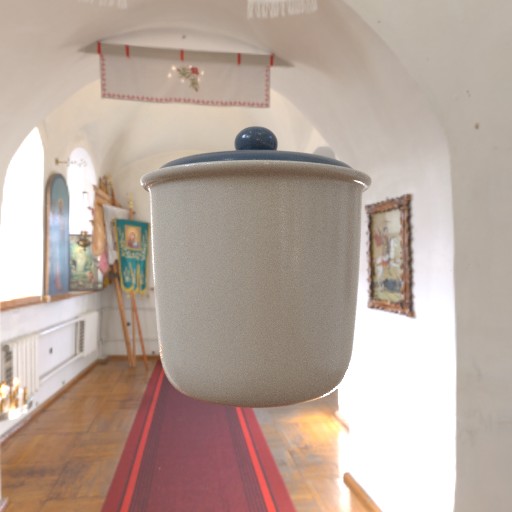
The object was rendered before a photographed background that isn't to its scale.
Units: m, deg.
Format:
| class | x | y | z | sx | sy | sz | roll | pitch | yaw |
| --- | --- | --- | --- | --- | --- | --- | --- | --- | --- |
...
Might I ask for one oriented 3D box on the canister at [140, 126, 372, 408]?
| class | x | y | z | sx | sy | sz | roll | pitch | yaw |
| --- | --- | --- | --- | --- | --- | --- | --- | --- | --- |
| canister | 0.000 | 0.000 | 0.360 | 0.182 | 0.208 | 0.182 | 0 | 0 | 0 |
